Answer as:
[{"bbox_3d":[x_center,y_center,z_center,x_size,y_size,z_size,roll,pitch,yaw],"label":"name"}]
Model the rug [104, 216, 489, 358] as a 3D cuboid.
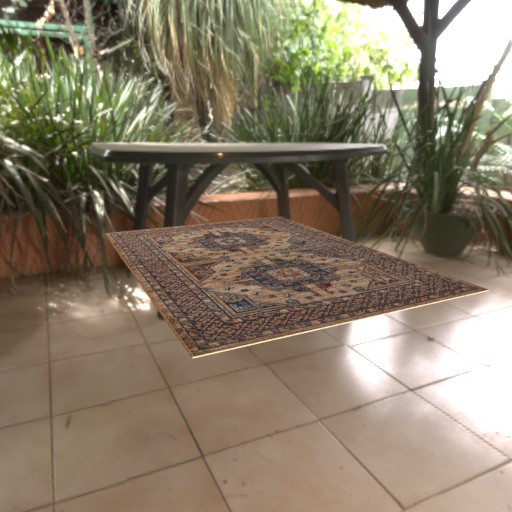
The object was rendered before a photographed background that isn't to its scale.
[{"bbox_3d":[0.000,0.000,2.923,1.611,0.008,2.227,-8,18,-25],"label":"rug"}]
